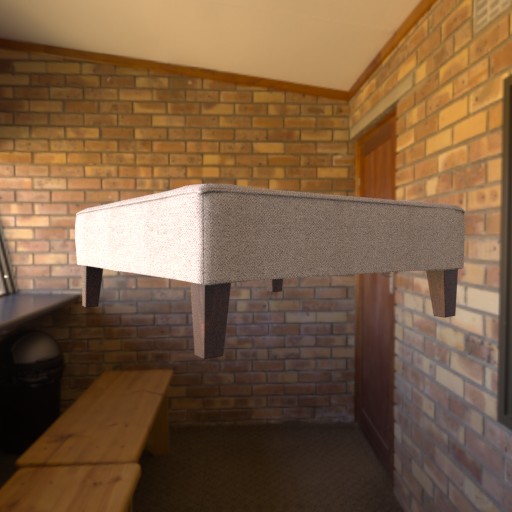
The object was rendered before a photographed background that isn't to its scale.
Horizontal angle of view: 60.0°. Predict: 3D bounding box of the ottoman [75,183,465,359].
[{"bbox_3d":[0.000,0.000,1.534,0.973,0.381,0.982,-1,2,-36],"label":"ottoman"}]
